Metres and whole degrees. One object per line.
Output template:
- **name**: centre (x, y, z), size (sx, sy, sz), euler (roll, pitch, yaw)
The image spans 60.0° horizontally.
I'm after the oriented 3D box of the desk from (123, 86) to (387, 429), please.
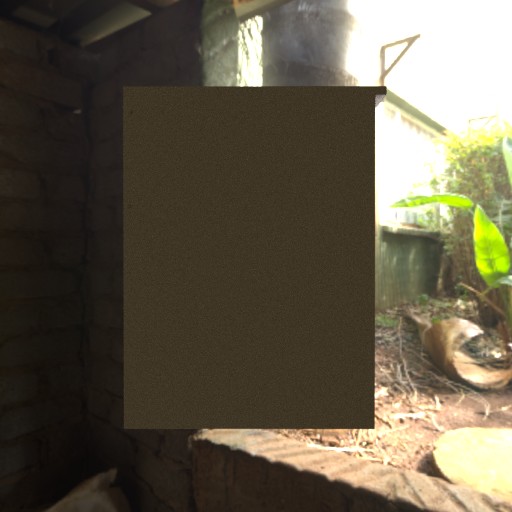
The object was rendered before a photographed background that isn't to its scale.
- **desk**: centre (0.000, 0.000, 1.493), size (0.560, 0.730, 1.100), euler (0, 0, 0)
